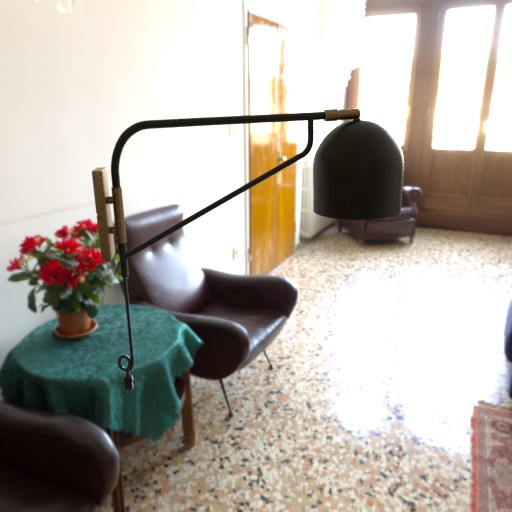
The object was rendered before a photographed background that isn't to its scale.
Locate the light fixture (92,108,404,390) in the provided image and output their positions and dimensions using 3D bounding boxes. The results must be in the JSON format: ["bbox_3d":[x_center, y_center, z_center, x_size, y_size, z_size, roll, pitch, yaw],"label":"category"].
[{"bbox_3d":[0.000,0.000,1.099,0.720,0.696,0.215,-3,18,-9],"label":"light fixture"}]
